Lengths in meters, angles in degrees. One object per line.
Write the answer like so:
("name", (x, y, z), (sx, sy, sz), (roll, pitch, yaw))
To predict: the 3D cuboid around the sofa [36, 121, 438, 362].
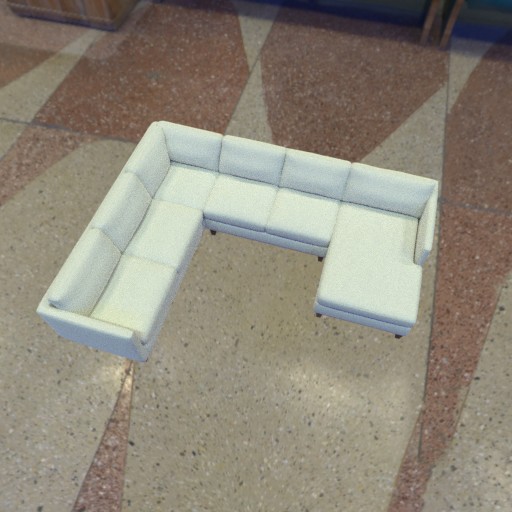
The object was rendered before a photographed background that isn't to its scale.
("sofa", (0.000, 0.000, 4.414), (3.238, 0.853, 2.551), (14, 59, 9))
